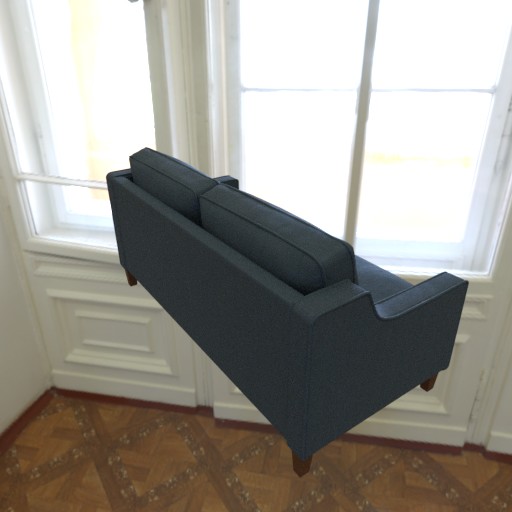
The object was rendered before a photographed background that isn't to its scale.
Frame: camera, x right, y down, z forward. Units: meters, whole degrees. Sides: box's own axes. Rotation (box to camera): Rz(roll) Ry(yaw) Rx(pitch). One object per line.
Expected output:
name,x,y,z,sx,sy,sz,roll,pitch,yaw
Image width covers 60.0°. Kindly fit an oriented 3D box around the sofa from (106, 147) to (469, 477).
sofa,0.000,0.000,2.756,1.066,1.071,2.178,-18,32,-31
